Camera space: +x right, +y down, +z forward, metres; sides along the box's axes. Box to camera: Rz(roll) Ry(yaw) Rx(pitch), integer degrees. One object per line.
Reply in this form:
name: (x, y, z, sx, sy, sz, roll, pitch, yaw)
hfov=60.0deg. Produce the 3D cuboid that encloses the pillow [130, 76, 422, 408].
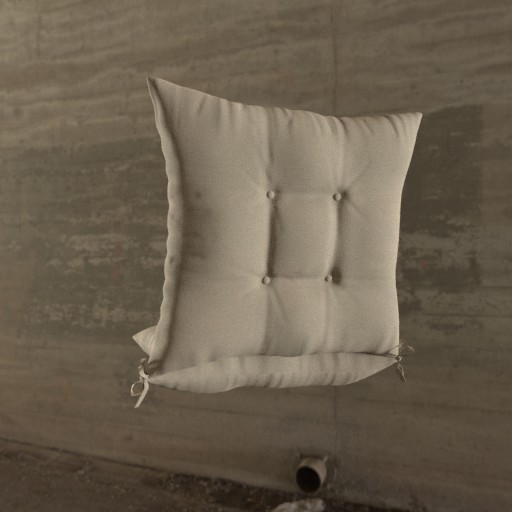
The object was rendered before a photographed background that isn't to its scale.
pillow: (0.000, 0.000, 0.980, 0.541, 0.536, 0.585, 0, -1, -18)
